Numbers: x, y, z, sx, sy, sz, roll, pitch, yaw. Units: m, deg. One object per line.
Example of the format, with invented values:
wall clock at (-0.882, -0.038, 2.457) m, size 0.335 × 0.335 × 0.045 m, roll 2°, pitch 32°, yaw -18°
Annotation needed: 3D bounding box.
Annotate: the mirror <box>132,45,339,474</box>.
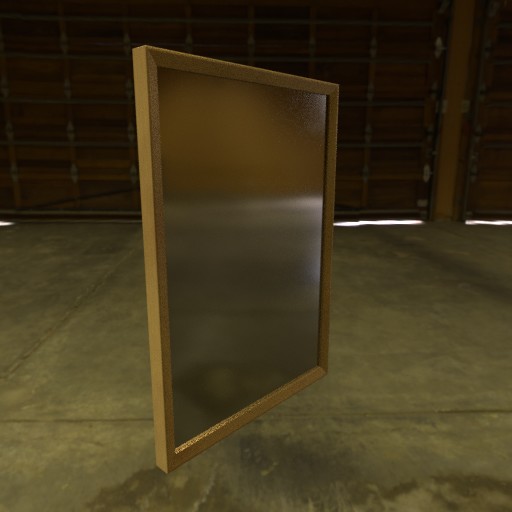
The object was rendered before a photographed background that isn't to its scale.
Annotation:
mirror at (0.000, 0.000, 0.907) m, size 0.039 × 0.710 × 0.507 m, roll 12°, pitch 17°, yaw 42°
